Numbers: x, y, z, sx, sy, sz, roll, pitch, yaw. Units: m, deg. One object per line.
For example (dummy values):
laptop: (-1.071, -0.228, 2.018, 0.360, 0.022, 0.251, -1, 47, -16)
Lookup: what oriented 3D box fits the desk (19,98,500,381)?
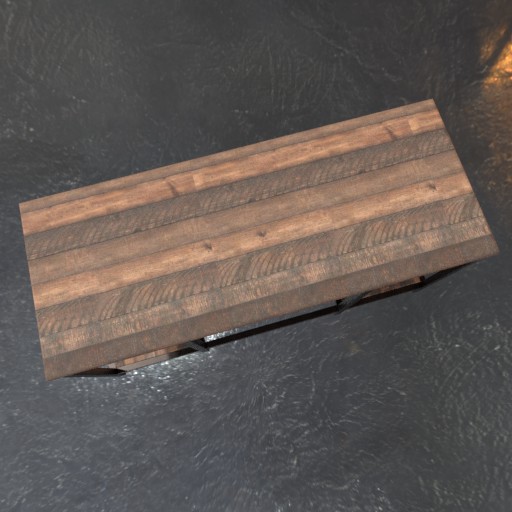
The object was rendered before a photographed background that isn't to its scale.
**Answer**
desk: (0.000, 0.000, 1.882, 1.538, 0.753, 0.617, -15, 76, -4)
